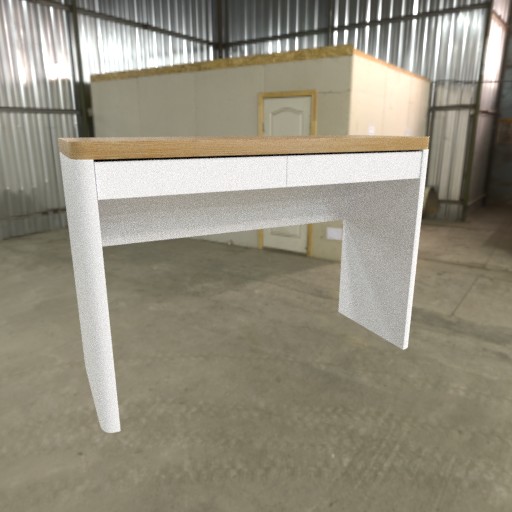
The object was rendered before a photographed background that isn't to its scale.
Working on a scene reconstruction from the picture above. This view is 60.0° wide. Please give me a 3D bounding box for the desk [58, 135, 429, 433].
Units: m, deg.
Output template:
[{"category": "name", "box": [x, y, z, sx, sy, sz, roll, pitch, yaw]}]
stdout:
[{"category": "desk", "box": [0.000, 0.000, 1.470, 1.100, 0.760, 0.390, -8, 18, -25]}]
